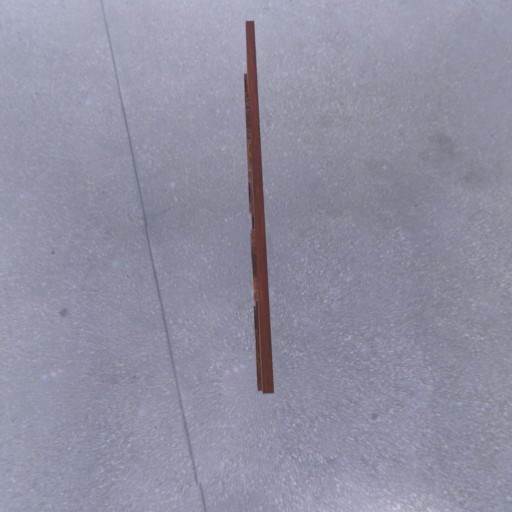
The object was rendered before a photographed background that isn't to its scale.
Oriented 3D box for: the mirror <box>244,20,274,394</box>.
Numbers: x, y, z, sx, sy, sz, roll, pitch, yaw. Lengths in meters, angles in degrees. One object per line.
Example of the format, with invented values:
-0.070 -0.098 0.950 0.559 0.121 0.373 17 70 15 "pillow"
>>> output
0.000 0.000 1.054 0.021 0.805 0.600 -2 75 -1 "mirror"
